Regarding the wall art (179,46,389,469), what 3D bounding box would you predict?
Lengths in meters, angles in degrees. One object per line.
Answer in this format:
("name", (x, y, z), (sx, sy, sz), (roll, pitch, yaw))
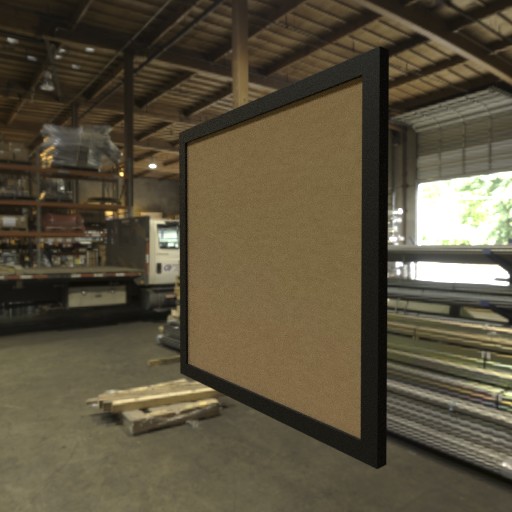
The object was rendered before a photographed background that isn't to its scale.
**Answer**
("wall art", (0.000, 0.000, 0.517), (0.013, 0.356, 0.356), (-1, 2, -37))
